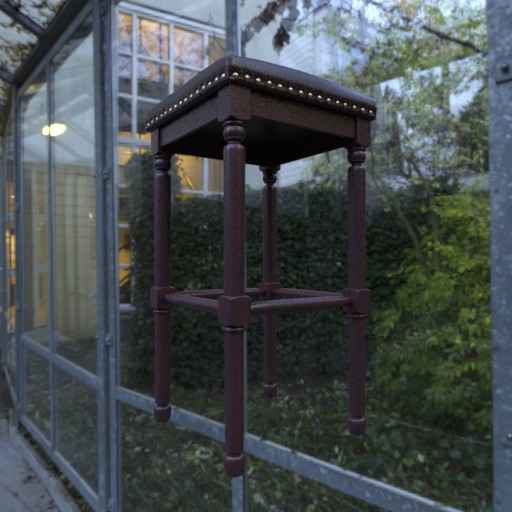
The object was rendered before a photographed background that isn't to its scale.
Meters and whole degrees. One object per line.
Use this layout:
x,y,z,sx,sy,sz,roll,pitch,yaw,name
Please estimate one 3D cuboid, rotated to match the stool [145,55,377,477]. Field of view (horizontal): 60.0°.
0.000,0.000,1.002,0.383,0.768,0.382,0,0,-35,stool
